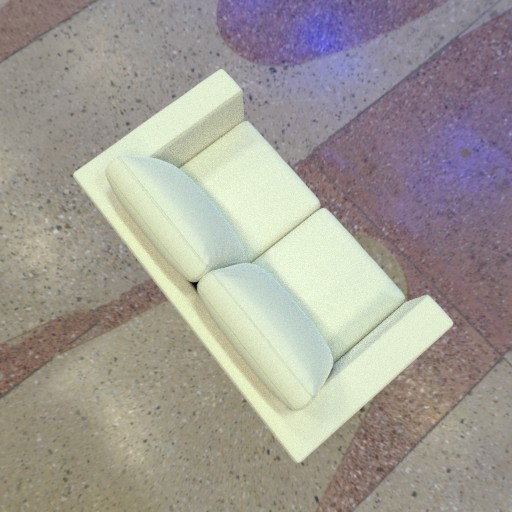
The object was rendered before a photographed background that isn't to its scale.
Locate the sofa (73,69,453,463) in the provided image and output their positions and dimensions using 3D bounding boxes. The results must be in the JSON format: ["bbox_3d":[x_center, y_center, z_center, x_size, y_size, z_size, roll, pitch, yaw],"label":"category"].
[{"bbox_3d":[0.000,0.000,2.393,1.009,0.932,1.813,-39,80,-8],"label":"sofa"}]
